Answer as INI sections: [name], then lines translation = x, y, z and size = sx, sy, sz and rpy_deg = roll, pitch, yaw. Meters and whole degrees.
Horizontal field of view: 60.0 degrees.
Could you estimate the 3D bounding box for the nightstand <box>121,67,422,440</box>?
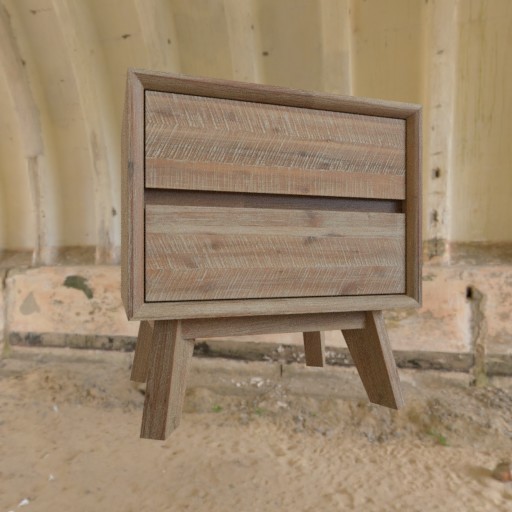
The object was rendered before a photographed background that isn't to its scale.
[nightstand]
translation = 0.000, 0.000, 0.965
size = 0.552, 0.589, 0.396
rpy_deg = 0, 0, -18
